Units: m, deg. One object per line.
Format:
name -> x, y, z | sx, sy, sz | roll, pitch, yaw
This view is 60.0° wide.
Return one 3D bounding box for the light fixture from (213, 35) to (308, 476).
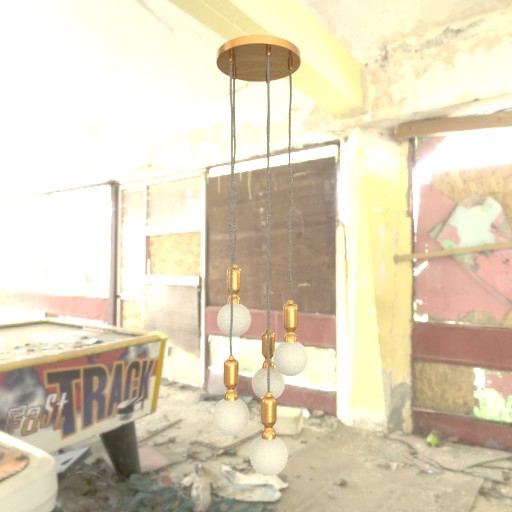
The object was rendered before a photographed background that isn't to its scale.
light fixture -> 0.000, 0.000, 0.500 | 0.105, 0.457, 0.108 | 1, -2, -35
